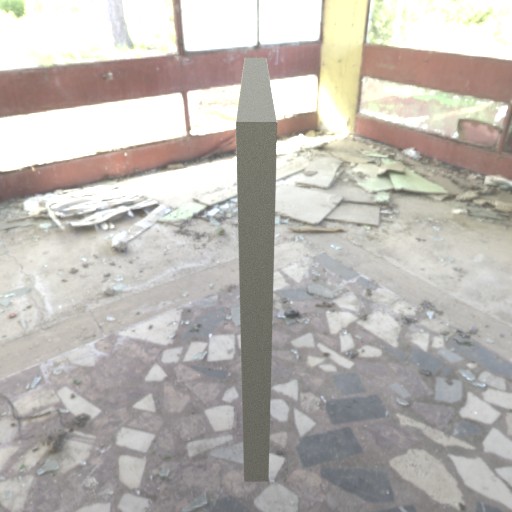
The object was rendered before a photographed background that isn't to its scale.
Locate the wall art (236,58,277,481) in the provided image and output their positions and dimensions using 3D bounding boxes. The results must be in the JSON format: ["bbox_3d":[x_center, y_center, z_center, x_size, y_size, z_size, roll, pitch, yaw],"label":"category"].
[{"bbox_3d":[0.000,0.000,0.739,0.039,0.553,0.445,0,31,0],"label":"wall art"}]
